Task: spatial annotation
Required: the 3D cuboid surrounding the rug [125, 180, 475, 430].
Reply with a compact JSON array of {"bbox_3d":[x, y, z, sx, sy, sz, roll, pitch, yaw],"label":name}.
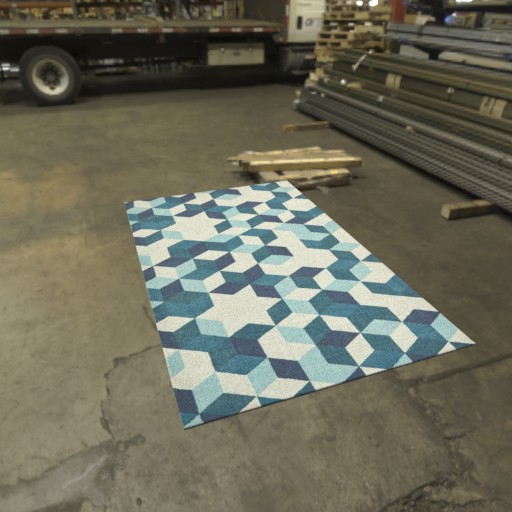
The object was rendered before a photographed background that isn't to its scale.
[{"bbox_3d":[0.000,0.000,3.037,1.518,0.015,2.438,-10,32,-17],"label":"rug"}]
